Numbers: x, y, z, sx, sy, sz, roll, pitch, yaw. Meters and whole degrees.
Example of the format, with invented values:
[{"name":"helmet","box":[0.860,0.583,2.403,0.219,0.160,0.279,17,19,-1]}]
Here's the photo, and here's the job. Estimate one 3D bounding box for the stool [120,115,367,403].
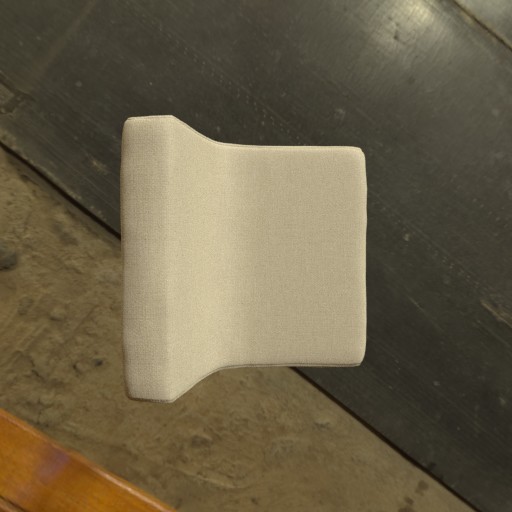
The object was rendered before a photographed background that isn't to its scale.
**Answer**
[{"name":"stool","box":[0.000,0.000,1.228,0.500,0.937,0.511,0,91,-1]}]
